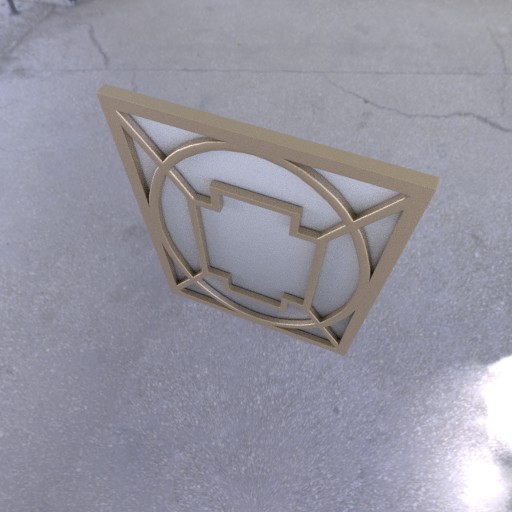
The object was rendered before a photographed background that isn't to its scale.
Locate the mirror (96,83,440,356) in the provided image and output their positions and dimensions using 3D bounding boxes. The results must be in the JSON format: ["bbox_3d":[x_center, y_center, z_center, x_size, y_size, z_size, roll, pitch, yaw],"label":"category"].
[{"bbox_3d":[0.000,0.000,1.365,0.756,1.023,0.032,19,61,11],"label":"mirror"}]
